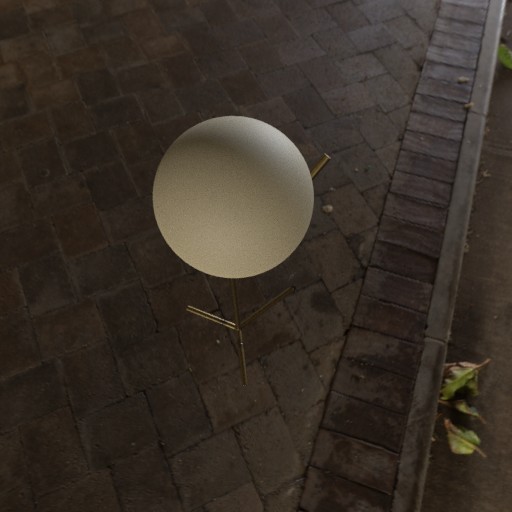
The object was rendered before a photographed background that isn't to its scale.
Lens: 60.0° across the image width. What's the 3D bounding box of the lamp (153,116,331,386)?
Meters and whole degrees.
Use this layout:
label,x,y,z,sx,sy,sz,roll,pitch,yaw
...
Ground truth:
label,x,y,z,sx,sy,sz,roll,pitch,yaw
lamp,0.000,0.000,0.692,0.251,0.552,0.210,-34,68,-16
